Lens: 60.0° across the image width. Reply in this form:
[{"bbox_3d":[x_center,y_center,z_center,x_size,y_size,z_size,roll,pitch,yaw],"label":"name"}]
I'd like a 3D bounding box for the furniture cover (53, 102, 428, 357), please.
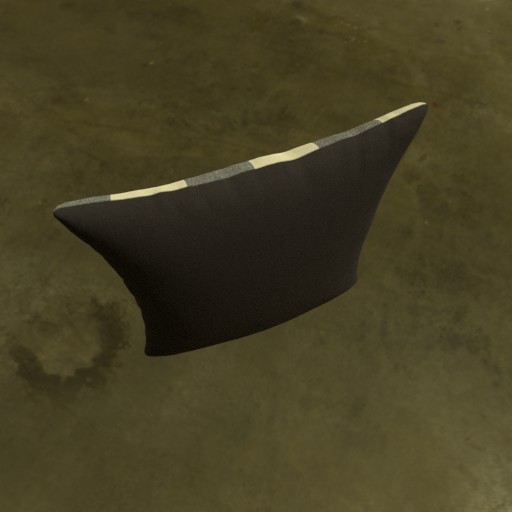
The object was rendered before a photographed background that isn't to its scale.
[{"bbox_3d":[0.000,0.000,0.780,0.511,0.509,0.161,-18,61,-11],"label":"furniture cover"}]
